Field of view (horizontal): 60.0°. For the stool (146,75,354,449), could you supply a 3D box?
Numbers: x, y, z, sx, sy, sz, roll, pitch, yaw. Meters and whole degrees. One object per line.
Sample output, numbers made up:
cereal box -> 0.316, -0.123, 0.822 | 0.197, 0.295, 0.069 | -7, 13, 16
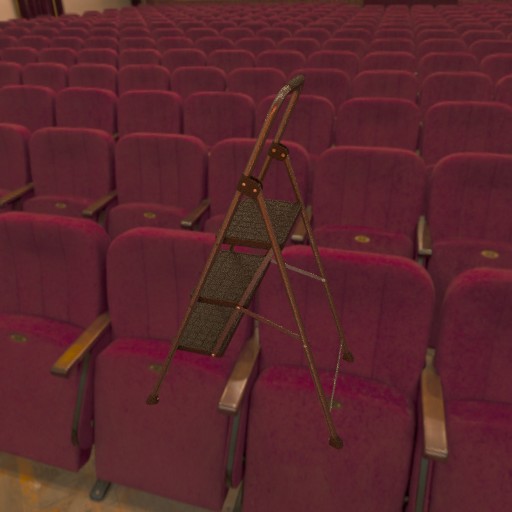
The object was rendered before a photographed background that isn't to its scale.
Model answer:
stool -> 0.000, 0.000, 1.486 | 0.733, 1.121, 0.473 | 8, 30, 14
